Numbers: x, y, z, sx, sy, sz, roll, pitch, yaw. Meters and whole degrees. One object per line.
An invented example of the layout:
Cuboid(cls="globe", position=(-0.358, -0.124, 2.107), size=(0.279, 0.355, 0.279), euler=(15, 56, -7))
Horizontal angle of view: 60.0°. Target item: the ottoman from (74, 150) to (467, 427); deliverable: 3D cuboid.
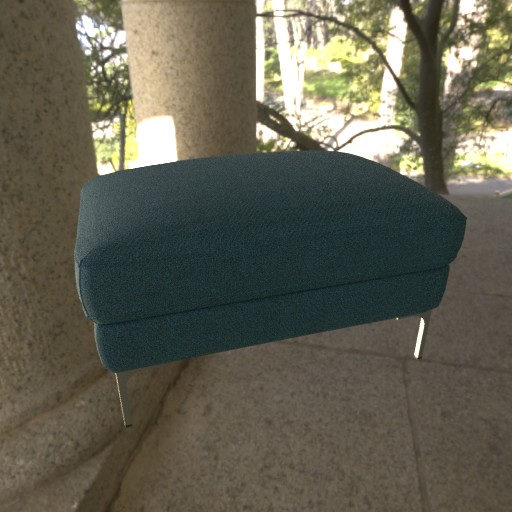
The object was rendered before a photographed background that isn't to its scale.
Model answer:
Cuboid(cls="ottoman", position=(0.000, 0.000, 1.190), size=(0.856, 0.498, 0.563), euler=(-8, 27, -16))
